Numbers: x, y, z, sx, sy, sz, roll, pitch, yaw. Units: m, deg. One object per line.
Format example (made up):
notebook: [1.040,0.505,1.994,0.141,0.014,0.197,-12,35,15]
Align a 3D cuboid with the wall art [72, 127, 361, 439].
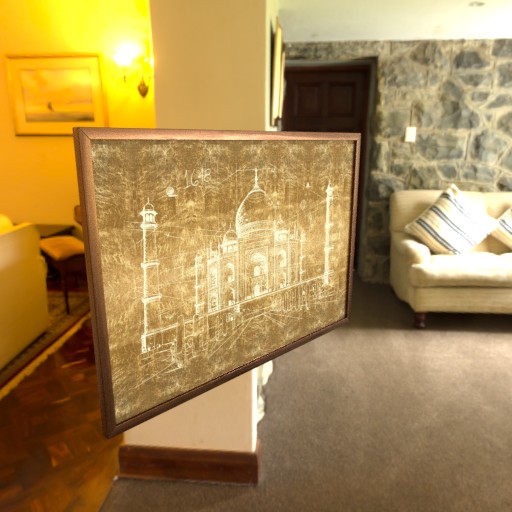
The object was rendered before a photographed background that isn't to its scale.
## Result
wall art: [0.000,0.000,0.560,0.431,0.304,0.012,-14,20,-43]
